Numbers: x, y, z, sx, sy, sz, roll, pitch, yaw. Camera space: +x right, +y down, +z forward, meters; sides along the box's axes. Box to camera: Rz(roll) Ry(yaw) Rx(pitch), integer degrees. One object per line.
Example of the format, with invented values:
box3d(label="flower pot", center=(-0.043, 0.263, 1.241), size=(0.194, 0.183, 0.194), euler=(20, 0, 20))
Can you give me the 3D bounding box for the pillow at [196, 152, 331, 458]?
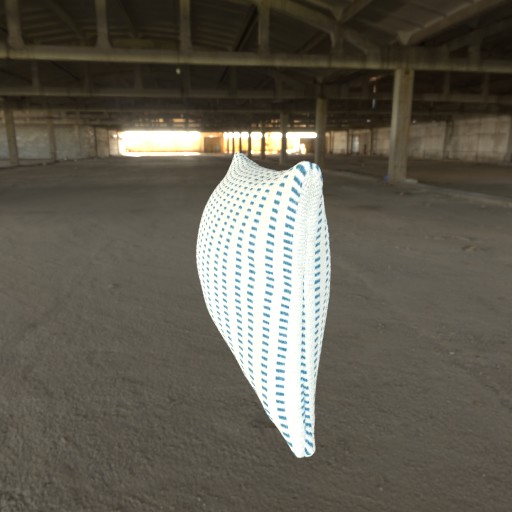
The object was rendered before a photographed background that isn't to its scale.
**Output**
box3d(label="pillow", center=(0.000, 0.000, 0.791), size=(0.210, 0.353, 0.640), euler=(-2, 14, -9))
